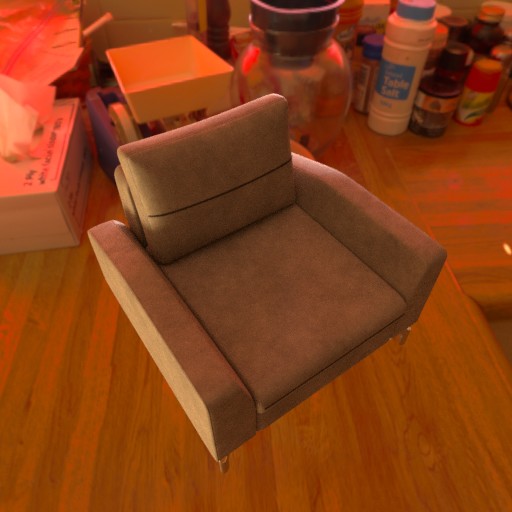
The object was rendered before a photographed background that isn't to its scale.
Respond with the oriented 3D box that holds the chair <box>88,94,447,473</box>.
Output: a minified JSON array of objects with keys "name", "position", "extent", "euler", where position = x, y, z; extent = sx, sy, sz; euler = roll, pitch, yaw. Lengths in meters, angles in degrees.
[{"name":"chair","position":[0.000,0.000,1.554],"extent":[0.900,0.800,0.900],"euler":[-27,53,-23]}]
